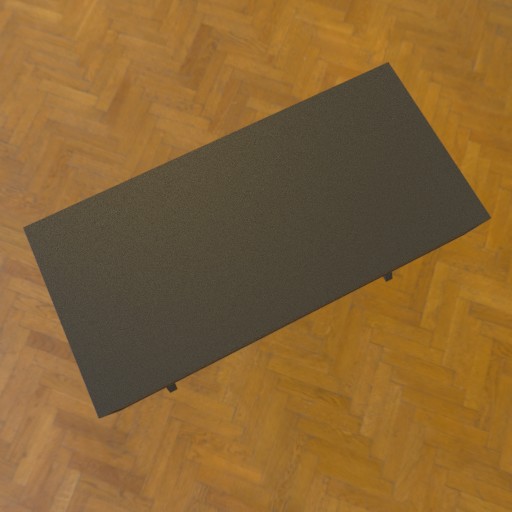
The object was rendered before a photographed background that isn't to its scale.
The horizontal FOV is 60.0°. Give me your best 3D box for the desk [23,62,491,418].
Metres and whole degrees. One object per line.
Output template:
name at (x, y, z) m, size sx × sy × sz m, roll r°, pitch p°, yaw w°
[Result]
desk at (0.000, 0.000, 1.488) m, size 1.057 × 0.780 × 0.525 m, roll -26°, pitch 78°, yaw -6°
